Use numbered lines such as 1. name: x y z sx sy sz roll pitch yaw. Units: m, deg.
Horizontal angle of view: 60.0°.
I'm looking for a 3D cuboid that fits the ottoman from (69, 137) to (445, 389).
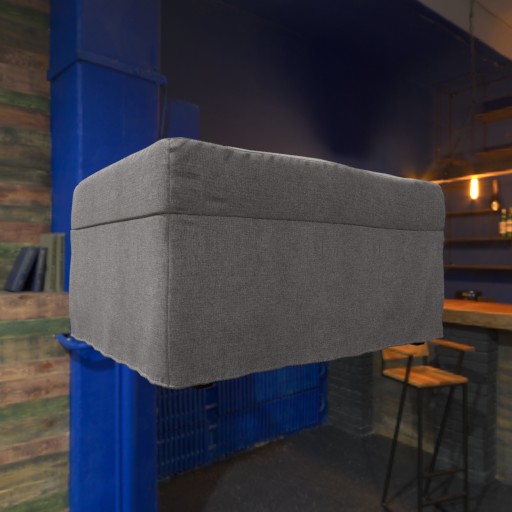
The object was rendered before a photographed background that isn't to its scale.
1. ottoman: 0.000 0.000 1.218 0.833 0.492 0.652 0 0 -36
